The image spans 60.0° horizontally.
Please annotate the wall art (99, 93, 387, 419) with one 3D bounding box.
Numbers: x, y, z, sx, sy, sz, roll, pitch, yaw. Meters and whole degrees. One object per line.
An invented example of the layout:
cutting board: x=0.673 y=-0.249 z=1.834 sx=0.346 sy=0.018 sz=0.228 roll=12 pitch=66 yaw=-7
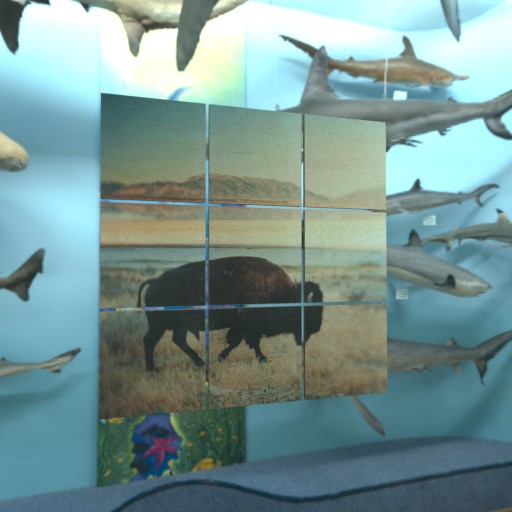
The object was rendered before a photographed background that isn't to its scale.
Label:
wall art: x=0.000 y=0.000 z=1.363 sx=0.906 sy=0.904 sz=0.018 roll=0 pitch=-1 yaw=-17
